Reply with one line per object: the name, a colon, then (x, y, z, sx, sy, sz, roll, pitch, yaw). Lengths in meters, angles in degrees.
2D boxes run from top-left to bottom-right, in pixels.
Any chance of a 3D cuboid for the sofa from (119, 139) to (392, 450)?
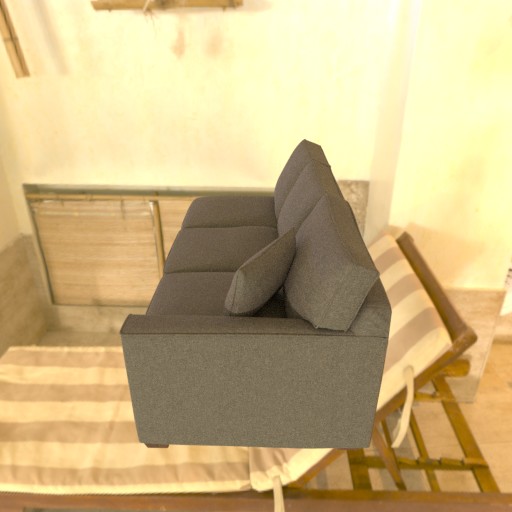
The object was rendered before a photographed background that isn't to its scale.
sofa: (0.000, 0.000, 2.569, 1.034, 0.946, 1.963, 1, 27, 1)
